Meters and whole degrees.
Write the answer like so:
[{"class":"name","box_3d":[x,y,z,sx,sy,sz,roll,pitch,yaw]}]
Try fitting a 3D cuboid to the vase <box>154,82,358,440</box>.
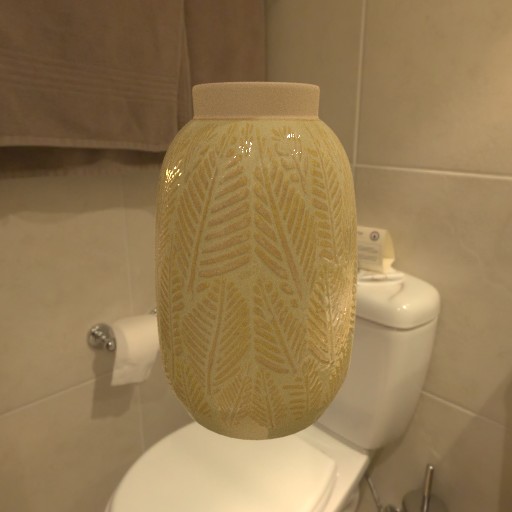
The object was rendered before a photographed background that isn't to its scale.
[{"class":"vase","box_3d":[0.000,0.000,0.378,0.172,0.270,0.172,0,17,0]}]
